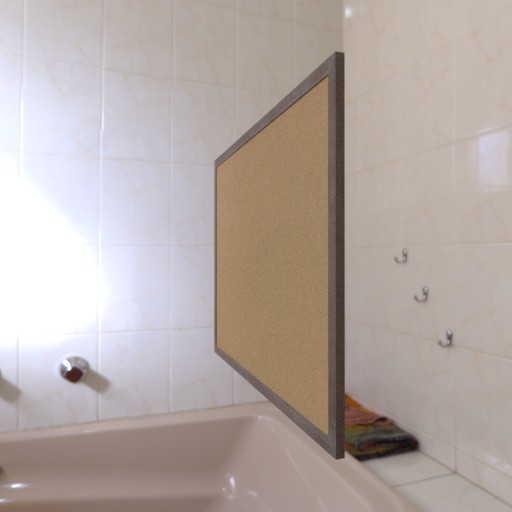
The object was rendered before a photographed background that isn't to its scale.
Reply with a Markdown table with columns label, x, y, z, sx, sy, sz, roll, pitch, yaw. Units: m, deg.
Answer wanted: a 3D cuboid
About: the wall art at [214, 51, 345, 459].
| label | x | y | z | sx | sy | sz | roll | pitch | yaw |
| --- | --- | --- | --- | --- | --- | --- | --- | --- | --- |
| wall art | 0.000 | 0.000 | 1.323 | 0.019 | 0.774 | 1.012 | 0 | 0 | -18 |
